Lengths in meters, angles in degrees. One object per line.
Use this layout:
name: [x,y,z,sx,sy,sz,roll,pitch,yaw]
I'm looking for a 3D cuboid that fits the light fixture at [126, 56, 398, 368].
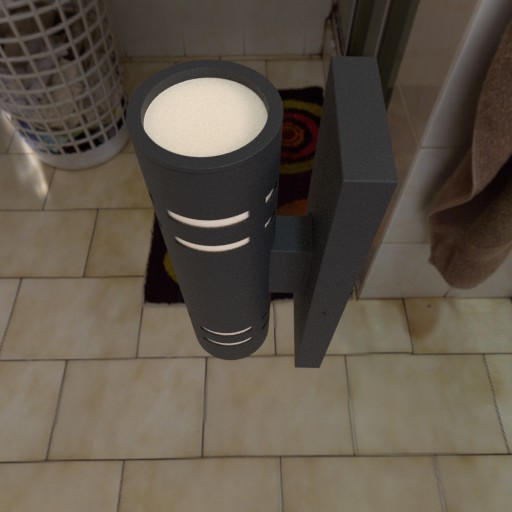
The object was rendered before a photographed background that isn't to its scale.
light fixture: [0.000,0.000,0.397,0.149,0.330,0.105,1,59,1]
